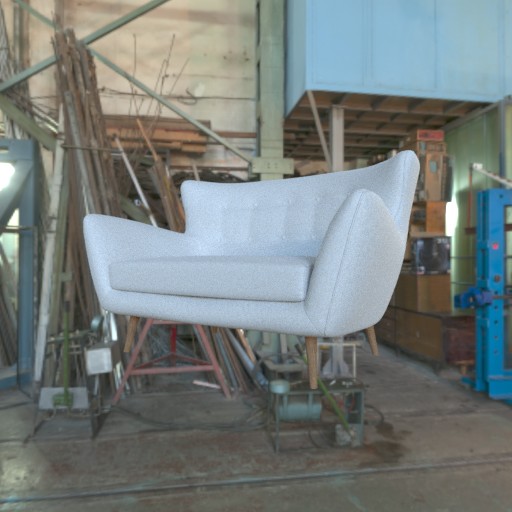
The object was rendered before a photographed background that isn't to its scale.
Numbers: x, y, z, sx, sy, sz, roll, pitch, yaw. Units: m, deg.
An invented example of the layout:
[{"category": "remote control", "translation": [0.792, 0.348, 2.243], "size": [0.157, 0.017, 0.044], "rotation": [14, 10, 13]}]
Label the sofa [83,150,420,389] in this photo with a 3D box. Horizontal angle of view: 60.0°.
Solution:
[{"category": "sofa", "translation": [0.000, 0.000, 2.039], "size": [1.424, 0.878, 0.921], "rotation": [0, 0, 35]}]
